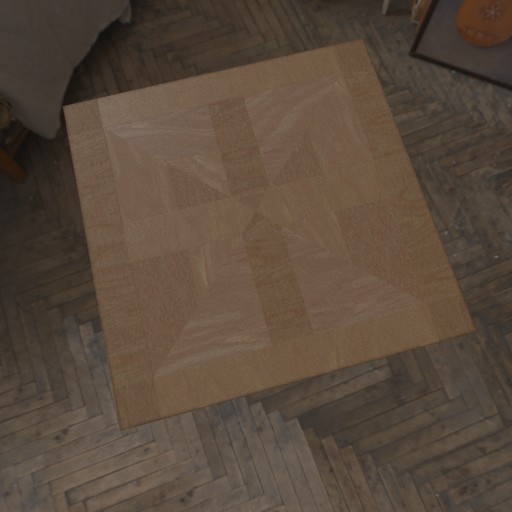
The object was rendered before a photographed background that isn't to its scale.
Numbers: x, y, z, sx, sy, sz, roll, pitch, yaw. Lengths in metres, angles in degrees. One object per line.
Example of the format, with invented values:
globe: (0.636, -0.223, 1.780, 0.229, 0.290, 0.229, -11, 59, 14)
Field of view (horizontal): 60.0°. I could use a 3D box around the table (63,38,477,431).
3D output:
table: (0.000, 0.000, 1.112, 0.612, 0.638, 0.610, -14, 76, -4)
